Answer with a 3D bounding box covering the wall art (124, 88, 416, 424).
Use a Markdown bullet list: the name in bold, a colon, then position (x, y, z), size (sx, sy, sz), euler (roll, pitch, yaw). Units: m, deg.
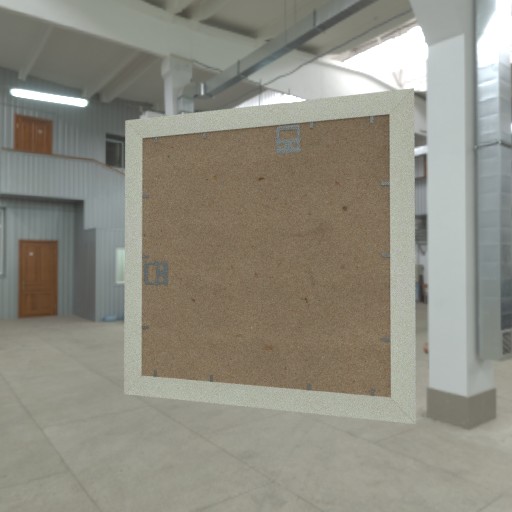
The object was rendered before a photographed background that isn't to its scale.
- **wall art**: position (0.000, 0.000, 0.867), size (0.584, 0.584, 0.013), euler (0, -1, 18)
